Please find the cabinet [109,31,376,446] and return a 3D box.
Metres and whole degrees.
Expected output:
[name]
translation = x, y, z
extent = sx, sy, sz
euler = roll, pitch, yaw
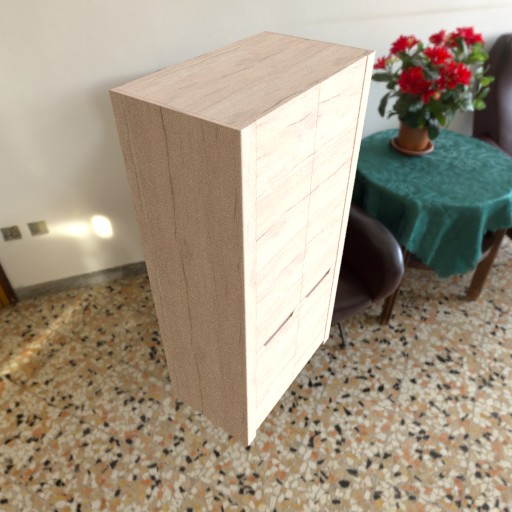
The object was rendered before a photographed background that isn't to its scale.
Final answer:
[cabinet]
translation = 0.000, 0.000, 2.362
extent = 0.580, 1.930, 0.980
euler = 25, 46, 26
